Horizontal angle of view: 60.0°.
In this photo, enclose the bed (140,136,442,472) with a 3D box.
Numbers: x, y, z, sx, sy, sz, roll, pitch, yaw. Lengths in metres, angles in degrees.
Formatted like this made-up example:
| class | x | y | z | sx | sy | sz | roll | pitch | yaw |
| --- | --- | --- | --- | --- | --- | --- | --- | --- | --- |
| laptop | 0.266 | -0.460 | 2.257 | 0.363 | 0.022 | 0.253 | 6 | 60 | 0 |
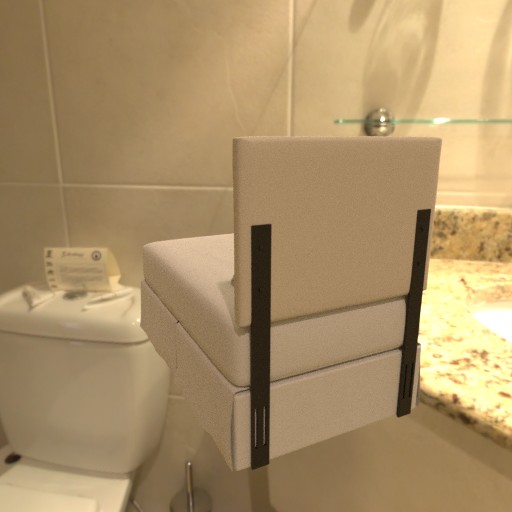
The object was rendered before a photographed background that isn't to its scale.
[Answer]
| class | x | y | z | sx | sy | sz | roll | pitch | yaw |
| --- | --- | --- | --- | --- | --- | --- | --- | --- | --- |
| bed | 0.000 | 0.000 | 3.031 | 1.261 | 1.571 | 1.997 | -7 | 16 | -26 |
